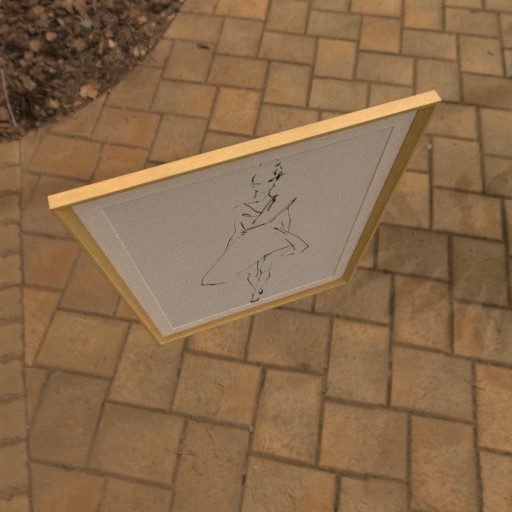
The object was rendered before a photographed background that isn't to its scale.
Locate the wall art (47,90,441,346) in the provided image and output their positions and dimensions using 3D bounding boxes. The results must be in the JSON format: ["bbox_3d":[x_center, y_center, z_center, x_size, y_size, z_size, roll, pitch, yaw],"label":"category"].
[{"bbox_3d":[0.000,0.000,1.314,0.798,1.002,0.030,-17,66,-8],"label":"wall art"}]
